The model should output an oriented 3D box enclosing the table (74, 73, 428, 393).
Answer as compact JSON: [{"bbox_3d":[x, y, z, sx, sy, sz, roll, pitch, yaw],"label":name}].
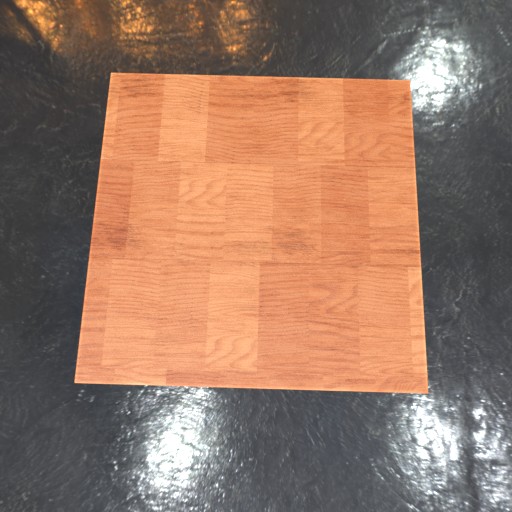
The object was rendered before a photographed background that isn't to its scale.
[{"bbox_3d":[0.000,0.000,1.378,0.747,0.738,0.747,2,77,0],"label":"table"}]
